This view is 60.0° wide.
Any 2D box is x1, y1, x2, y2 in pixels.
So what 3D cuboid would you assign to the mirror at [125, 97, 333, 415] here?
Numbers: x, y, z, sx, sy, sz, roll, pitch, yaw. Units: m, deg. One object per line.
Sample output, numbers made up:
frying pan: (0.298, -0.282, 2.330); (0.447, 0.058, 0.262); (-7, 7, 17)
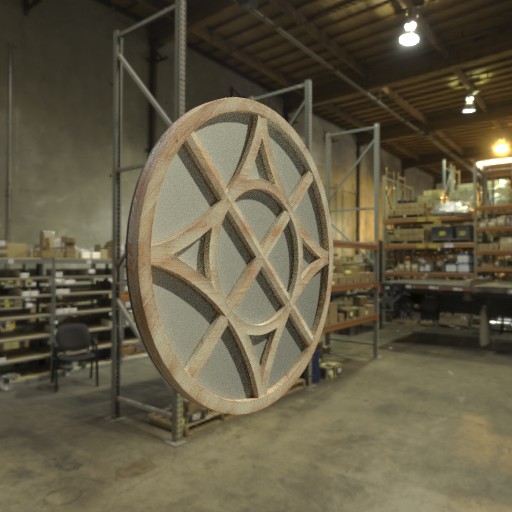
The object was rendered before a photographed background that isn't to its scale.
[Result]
mirror: (0.000, 0.000, 1.044); (0.038, 0.710, 0.710); (0, -1, 37)
